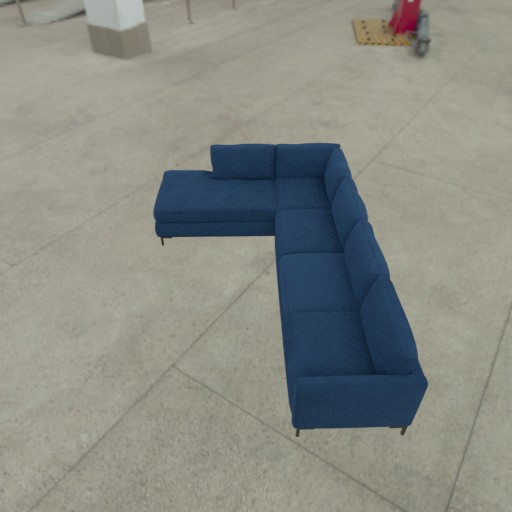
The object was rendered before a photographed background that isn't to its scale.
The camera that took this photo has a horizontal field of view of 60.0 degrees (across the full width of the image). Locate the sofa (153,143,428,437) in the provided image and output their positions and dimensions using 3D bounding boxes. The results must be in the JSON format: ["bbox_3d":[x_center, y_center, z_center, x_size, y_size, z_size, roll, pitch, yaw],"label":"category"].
[{"bbox_3d":[0.000,0.000,3.850,2.007,0.815,2.949,-1,41,-1],"label":"sofa"}]
